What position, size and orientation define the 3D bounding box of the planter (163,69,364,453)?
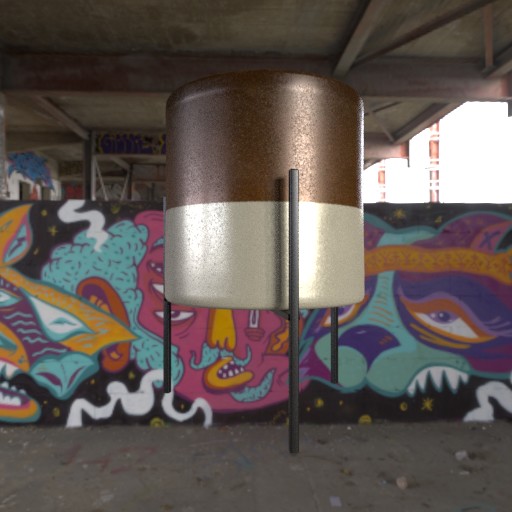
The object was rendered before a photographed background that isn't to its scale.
[{"bbox_3d":[0.000,0.000,0.565,0.269,0.375,0.255,0,0,18],"label":"planter"}]
